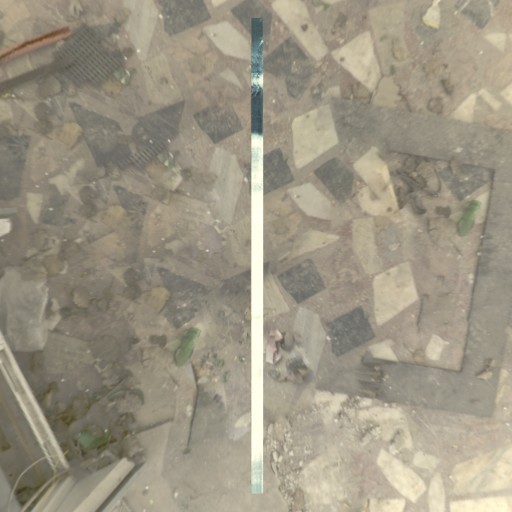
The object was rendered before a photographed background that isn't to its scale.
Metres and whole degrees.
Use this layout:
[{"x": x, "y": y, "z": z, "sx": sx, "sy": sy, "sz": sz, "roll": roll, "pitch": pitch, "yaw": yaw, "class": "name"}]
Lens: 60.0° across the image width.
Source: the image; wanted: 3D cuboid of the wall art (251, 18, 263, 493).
[{"x": 0.000, "y": 0.000, "z": 1.673, "sx": 0.037, "sy": 0.509, "sz": 1.524, "roll": 0, "pitch": 91, "yaw": -1, "class": "wall art"}]
